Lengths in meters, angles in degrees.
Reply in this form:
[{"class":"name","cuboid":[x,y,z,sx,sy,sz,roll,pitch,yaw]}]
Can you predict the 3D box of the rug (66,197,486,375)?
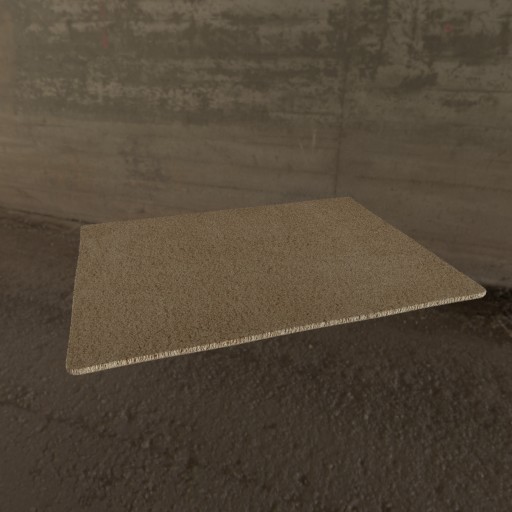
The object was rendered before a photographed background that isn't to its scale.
[{"class":"rug","cuboid":[0.000,0.000,2.086,1.600,0.025,1.199,-8,28,-15]}]
